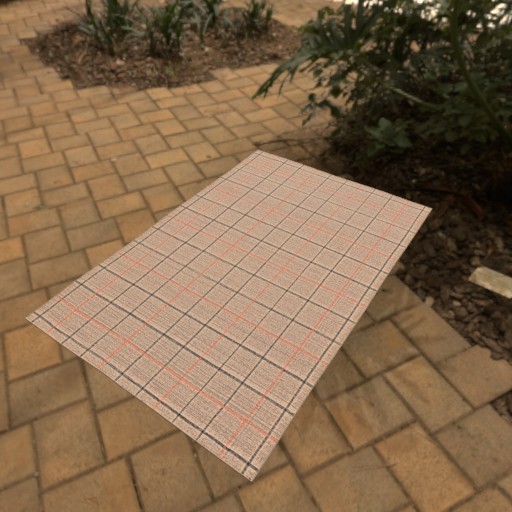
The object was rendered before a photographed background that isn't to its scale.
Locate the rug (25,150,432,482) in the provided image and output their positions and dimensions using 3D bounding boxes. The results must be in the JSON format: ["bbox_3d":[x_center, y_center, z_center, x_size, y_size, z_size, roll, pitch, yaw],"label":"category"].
[{"bbox_3d":[0.000,0.000,2.259,1.220,0.013,1.829,25,48,25],"label":"rug"}]
